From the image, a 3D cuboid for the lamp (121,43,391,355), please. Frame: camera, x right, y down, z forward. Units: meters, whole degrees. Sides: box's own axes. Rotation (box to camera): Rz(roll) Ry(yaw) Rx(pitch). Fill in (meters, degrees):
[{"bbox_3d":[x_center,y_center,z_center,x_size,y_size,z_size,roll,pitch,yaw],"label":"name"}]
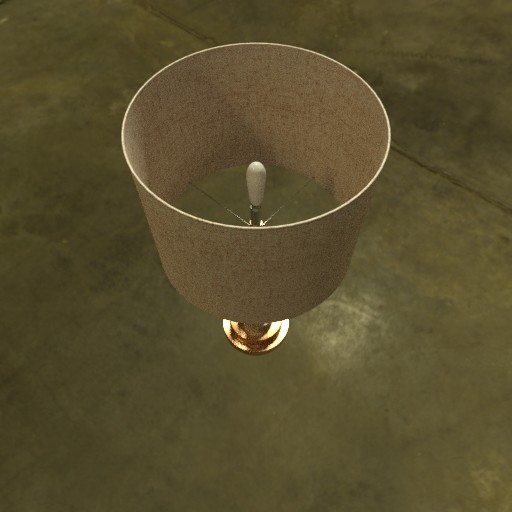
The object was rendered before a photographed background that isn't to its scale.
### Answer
[{"bbox_3d":[0.000,0.000,0.792,0.321,0.610,0.321,-2,58,-1],"label":"lamp"}]
